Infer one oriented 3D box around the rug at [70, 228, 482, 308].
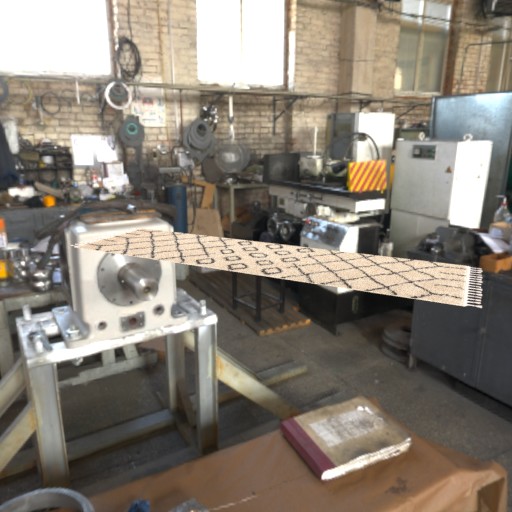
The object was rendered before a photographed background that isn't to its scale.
[{"bbox_3d":[0.000,0.000,2.689,2.464,0.005,0.660,7,17,25],"label":"rug"}]
